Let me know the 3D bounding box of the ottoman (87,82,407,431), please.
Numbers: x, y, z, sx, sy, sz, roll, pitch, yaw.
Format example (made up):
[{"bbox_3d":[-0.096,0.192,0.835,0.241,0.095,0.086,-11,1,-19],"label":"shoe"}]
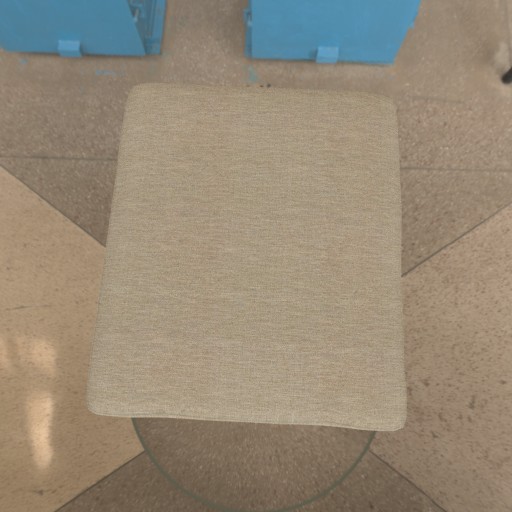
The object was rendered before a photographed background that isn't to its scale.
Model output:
[{"bbox_3d":[0.000,0.000,1.416,0.836,0.492,0.976,3,76,1],"label":"ottoman"}]
